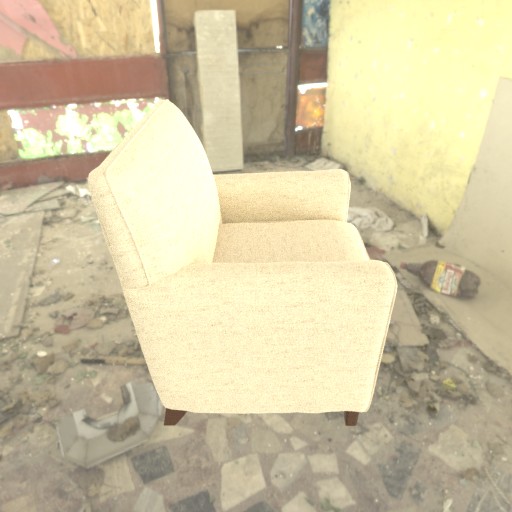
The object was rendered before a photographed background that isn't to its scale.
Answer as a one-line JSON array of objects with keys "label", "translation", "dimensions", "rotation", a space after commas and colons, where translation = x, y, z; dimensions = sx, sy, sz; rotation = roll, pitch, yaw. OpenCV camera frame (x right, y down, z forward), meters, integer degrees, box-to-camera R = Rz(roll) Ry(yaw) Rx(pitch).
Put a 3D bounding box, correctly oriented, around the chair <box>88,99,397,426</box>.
[{"label": "chair", "translation": [0.000, 0.000, 1.622], "dimensions": [0.823, 0.943, 0.870], "rotation": [0, 31, 1]}]
